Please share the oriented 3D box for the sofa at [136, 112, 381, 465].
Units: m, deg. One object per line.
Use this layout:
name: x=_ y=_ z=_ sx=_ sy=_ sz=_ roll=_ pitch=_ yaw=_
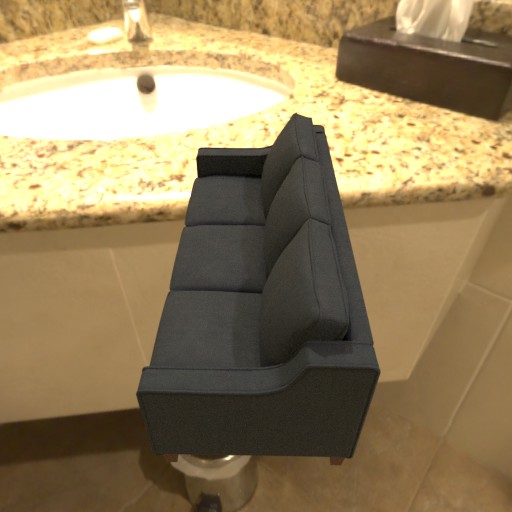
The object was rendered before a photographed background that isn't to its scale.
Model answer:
sofa: x=0.000 y=0.000 z=2.513 sx=0.911 sy=0.974 sz=1.986 roll=1 pitch=40 yaw=1
